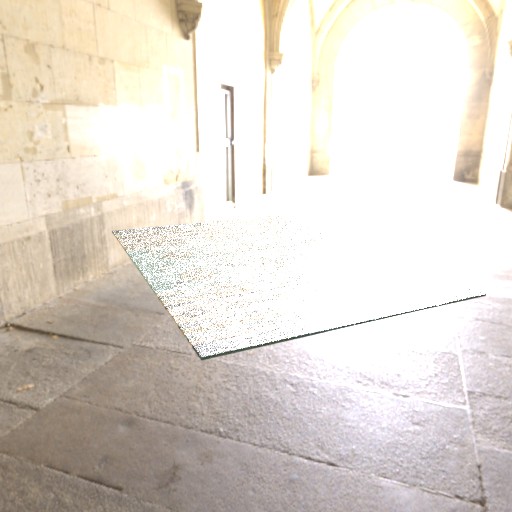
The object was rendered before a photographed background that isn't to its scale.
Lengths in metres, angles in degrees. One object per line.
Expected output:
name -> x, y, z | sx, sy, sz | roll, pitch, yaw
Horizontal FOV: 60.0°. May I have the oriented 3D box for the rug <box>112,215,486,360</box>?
rug -> 0.000, 0.000, 2.337 | 1.212, 0.010, 1.811 | -8, 18, -24
